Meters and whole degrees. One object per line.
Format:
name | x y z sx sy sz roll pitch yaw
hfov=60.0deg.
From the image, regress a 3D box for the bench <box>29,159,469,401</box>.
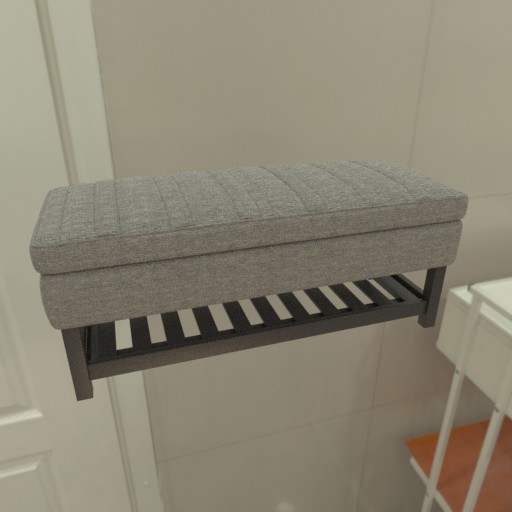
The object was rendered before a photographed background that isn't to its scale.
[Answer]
bench | 0.000 0.000 1.287 1.100 0.470 0.429 -8 27 -16
